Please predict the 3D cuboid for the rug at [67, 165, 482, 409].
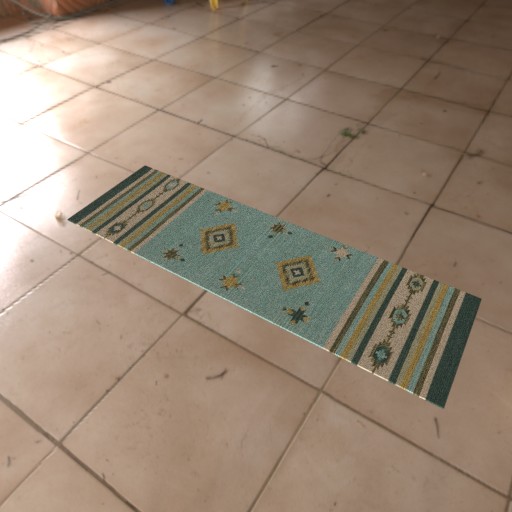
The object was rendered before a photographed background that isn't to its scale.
[{"bbox_3d":[0.000,0.000,2.656,2.441,0.010,0.744,24,50,22],"label":"rug"}]
